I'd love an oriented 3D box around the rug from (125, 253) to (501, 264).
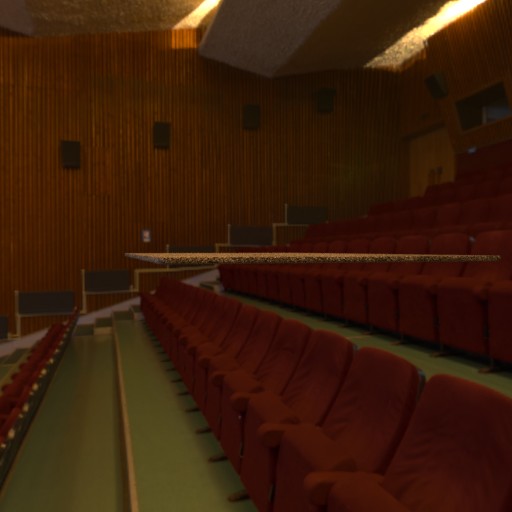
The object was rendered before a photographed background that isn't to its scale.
[{"bbox_3d":[0.000,0.000,2.835,1.501,0.025,2.352,0,1,-19],"label":"rug"}]
